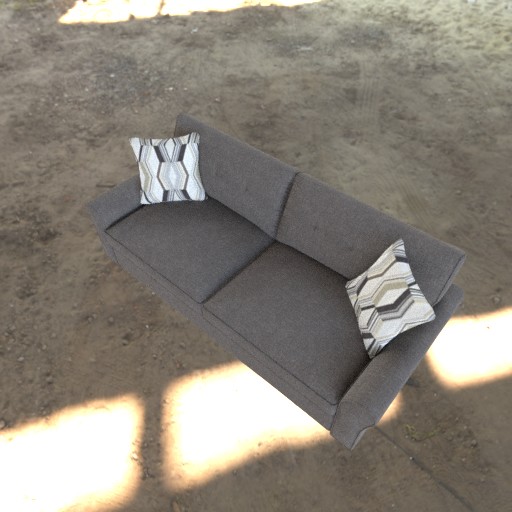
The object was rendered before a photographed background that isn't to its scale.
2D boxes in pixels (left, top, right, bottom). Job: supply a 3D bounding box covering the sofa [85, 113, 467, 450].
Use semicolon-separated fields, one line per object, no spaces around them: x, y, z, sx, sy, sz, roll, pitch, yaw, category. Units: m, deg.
0.000;0.000;2.510;2.032;0.813;0.889;33;55;26;sofa
